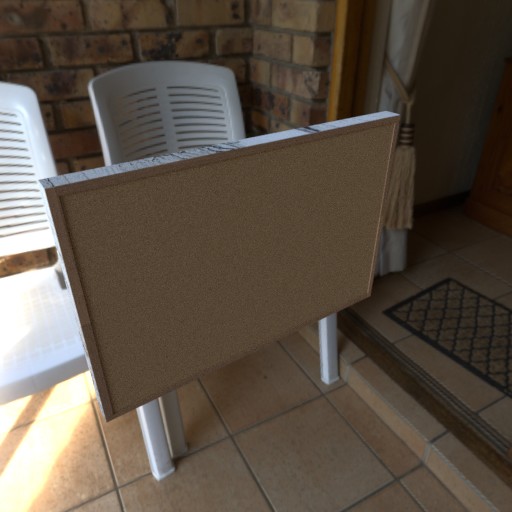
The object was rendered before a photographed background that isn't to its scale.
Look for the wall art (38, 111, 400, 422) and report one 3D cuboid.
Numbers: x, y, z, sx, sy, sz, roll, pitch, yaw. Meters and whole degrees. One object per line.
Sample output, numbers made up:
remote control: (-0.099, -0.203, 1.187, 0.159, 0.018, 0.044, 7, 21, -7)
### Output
wall art: (0.000, 0.000, 0.774, 0.613, 0.407, 0.035, -20, 36, -29)
